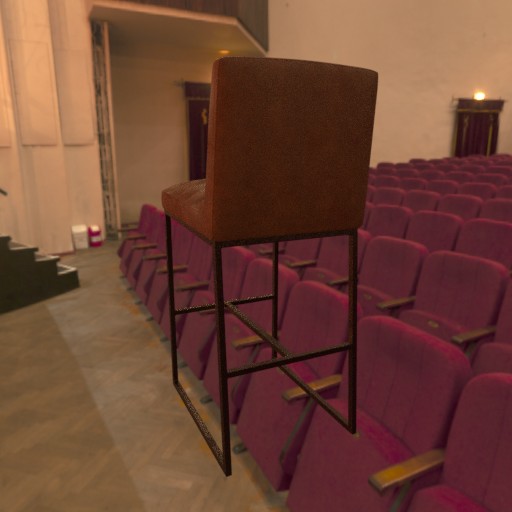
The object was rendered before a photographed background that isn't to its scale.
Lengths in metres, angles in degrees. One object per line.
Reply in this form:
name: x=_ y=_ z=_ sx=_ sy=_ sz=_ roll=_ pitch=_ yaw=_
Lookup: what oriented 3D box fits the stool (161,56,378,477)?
stool: x=0.000 y=0.000 z=1.396 sx=0.463 sy=1.065 sz=0.562 roll=-7 pitch=15 yaw=-25
